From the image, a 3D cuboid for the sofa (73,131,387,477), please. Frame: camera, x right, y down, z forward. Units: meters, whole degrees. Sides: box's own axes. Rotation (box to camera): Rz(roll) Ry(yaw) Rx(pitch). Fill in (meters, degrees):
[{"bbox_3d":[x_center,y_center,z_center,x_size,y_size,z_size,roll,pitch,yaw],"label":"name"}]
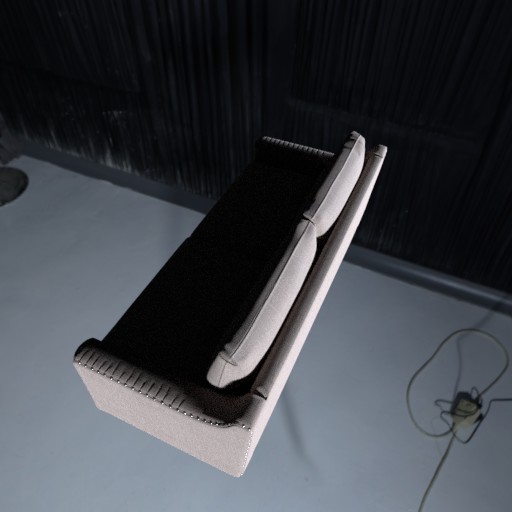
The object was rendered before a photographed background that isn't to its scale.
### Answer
[{"bbox_3d":[0.000,0.000,2.742,1.000,0.857,2.208,19,49,17],"label":"sofa"}]
